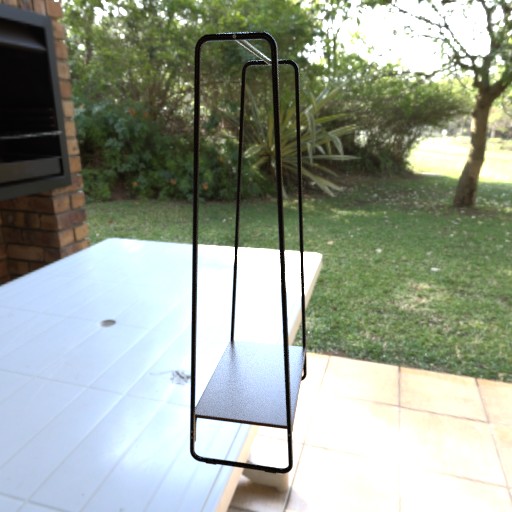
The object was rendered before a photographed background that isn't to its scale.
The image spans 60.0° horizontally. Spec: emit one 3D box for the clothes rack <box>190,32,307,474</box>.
[{"bbox_3d":[0.000,0.000,1.758,0.400,1.500,0.640,3,18,10],"label":"clothes rack"}]
